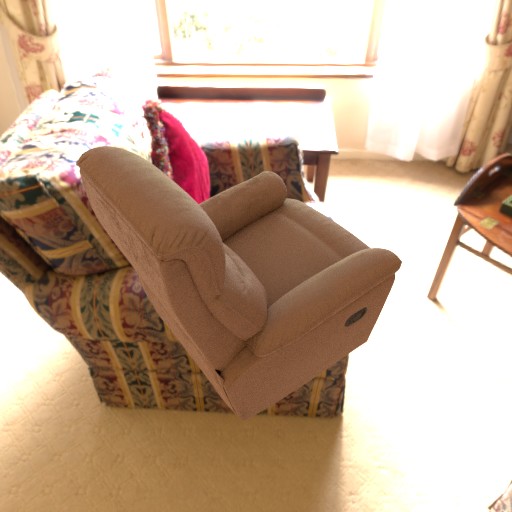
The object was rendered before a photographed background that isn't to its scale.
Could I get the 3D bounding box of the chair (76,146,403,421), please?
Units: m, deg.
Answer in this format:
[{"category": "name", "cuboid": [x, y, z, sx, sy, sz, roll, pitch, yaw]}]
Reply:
[{"category": "chair", "cuboid": [0.000, 0.000, 1.748, 1.004, 1.037, 0.820, -27, 48, -27]}]
